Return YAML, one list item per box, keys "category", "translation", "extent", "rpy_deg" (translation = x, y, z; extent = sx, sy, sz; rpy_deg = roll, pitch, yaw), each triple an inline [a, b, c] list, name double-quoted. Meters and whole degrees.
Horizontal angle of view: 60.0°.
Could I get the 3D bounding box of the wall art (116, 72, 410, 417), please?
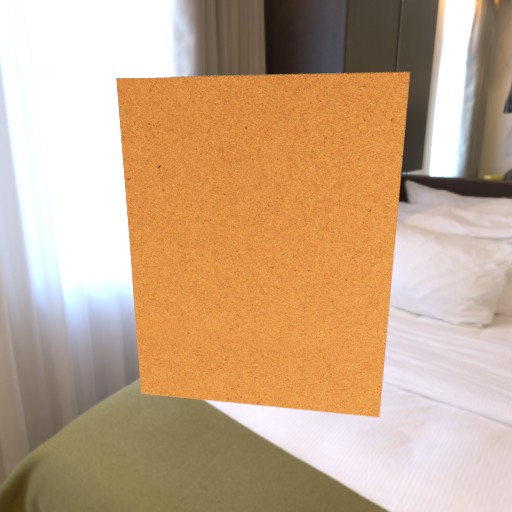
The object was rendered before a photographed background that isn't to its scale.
- category: "wall art"
  translation: [0.000, 0.000, 0.809]
  extent: [0.481, 0.613, 0.020]
  rpy_deg: [3, 16, 9]
